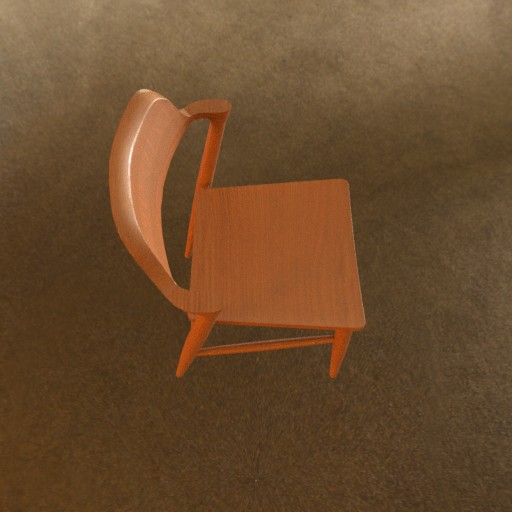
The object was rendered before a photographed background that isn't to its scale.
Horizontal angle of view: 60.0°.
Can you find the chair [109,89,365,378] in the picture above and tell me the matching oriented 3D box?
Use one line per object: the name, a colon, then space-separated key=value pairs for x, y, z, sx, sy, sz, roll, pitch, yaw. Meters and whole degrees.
chair: x=0.000 y=0.000 z=1.114 sx=0.499 sy=0.801 sz=0.496 roll=0 pitch=63 yaw=0
